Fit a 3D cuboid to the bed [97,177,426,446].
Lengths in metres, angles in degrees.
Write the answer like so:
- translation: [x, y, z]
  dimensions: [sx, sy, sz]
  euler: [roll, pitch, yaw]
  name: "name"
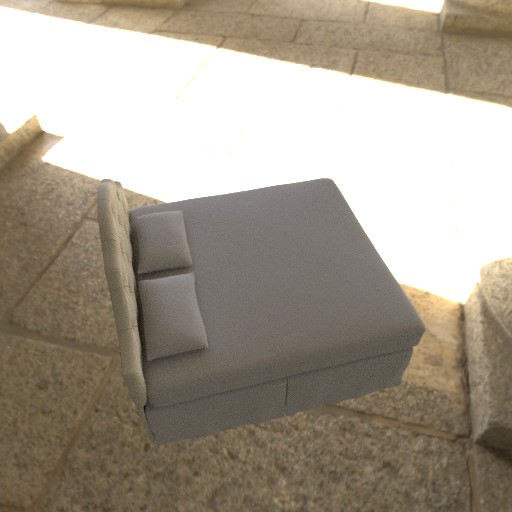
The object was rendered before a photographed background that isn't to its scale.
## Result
- translation: [0.000, 0.000, 3.545]
  dimensions: [2.086, 1.555, 2.012]
  euler: [-11, 47, -10]
  name: "bed"
